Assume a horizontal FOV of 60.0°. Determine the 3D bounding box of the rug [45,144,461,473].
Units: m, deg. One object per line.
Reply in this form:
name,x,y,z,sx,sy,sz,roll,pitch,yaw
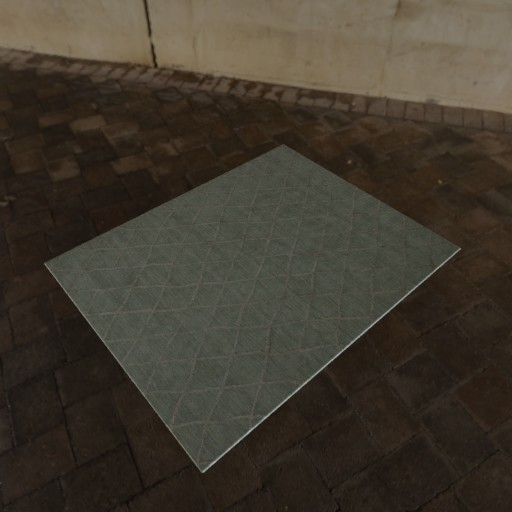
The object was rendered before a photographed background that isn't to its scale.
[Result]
rug,0.000,0.000,4.131,3.039,0.019,2.420,-32,54,-27
